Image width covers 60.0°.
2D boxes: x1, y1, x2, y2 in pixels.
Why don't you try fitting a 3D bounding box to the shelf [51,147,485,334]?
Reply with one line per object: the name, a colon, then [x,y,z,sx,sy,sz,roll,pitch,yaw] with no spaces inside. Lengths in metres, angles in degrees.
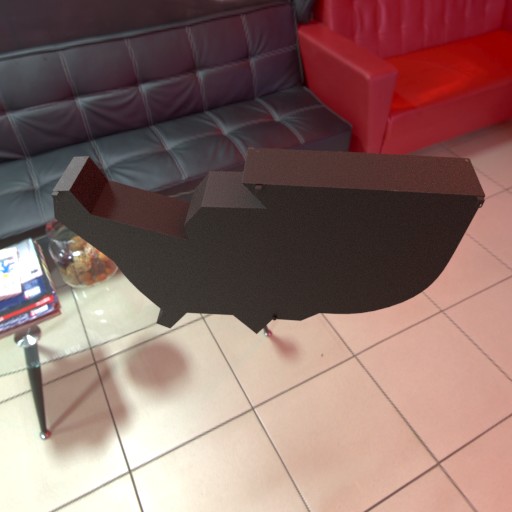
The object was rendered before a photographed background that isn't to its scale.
shelf: [0.000,0.000,0.905,0.729,0.439,0.112,3,47,3]
